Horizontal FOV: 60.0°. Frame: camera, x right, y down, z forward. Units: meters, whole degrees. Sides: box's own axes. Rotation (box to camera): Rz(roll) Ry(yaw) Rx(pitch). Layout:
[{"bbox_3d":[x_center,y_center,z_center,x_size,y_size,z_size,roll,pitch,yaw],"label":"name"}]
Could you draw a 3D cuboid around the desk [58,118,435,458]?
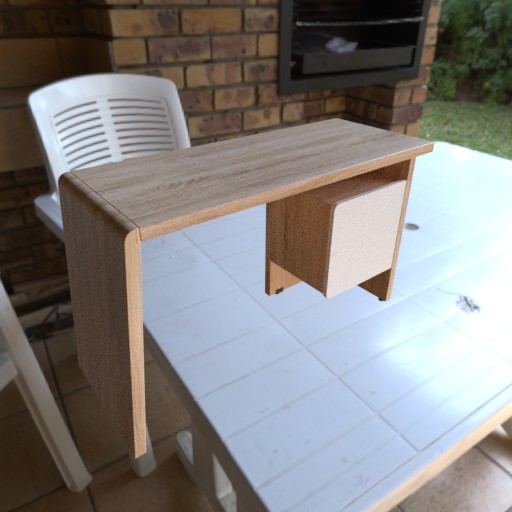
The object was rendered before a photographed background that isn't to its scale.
[{"bbox_3d":[0.000,0.000,1.664,1.300,0.750,0.500,-21,36,-32],"label":"desk"}]
